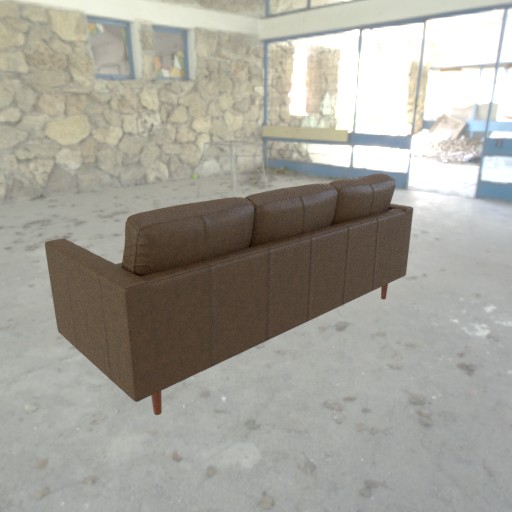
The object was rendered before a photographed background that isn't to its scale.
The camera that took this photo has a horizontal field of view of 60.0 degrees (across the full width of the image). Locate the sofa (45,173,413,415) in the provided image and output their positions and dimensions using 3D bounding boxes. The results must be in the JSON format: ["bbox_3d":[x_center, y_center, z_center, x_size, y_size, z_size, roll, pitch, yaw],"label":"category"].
[{"bbox_3d":[0.000,0.000,2.796,2.231,0.930,0.903,-16,24,-41],"label":"sofa"}]
